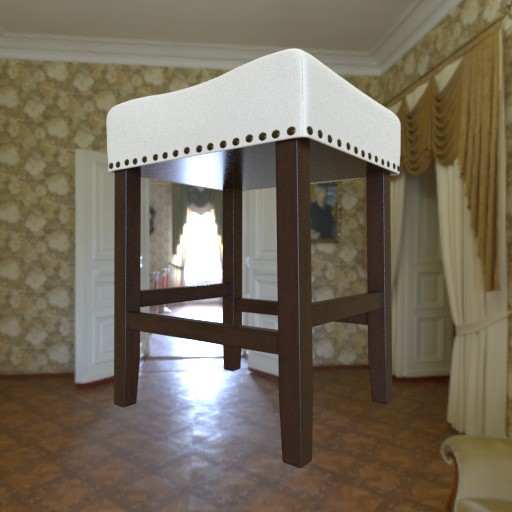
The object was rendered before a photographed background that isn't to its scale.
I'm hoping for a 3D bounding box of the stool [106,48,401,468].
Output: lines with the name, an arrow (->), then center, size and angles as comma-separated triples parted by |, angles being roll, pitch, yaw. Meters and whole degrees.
stool -> 0.000, 0.000, 0.914 | 0.471, 0.609, 0.401 | 0, 1, 37
